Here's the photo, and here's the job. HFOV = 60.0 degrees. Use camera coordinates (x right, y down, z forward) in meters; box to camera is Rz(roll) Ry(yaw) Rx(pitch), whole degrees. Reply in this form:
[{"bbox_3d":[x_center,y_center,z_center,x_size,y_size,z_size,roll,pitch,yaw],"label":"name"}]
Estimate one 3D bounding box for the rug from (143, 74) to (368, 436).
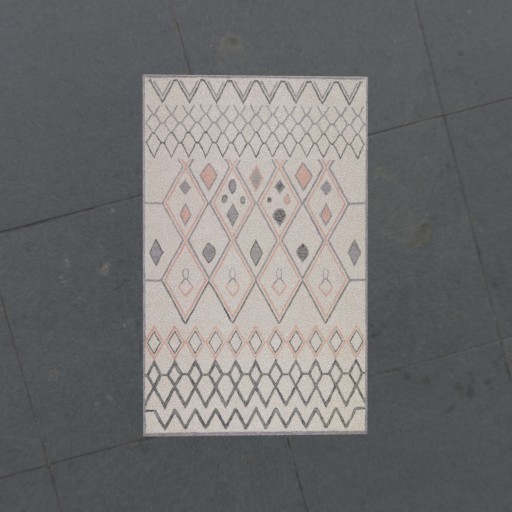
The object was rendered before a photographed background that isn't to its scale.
[{"bbox_3d":[0.000,0.000,3.007,1.524,0.015,2.438,0,90,-1],"label":"rug"}]
